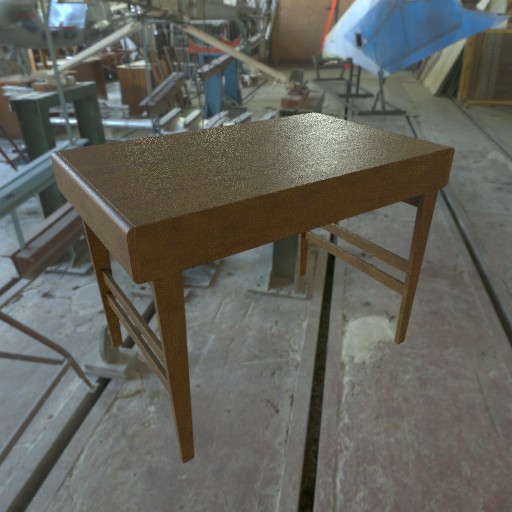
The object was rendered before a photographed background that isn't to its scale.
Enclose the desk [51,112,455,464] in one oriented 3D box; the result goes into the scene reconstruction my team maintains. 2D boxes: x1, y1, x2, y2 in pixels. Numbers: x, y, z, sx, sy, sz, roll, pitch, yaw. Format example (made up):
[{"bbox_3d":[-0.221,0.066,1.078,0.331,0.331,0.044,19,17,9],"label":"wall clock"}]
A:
[{"bbox_3d":[0.000,0.000,1.550,1.066,0.754,0.660,-18,34,-29],"label":"desk"}]
